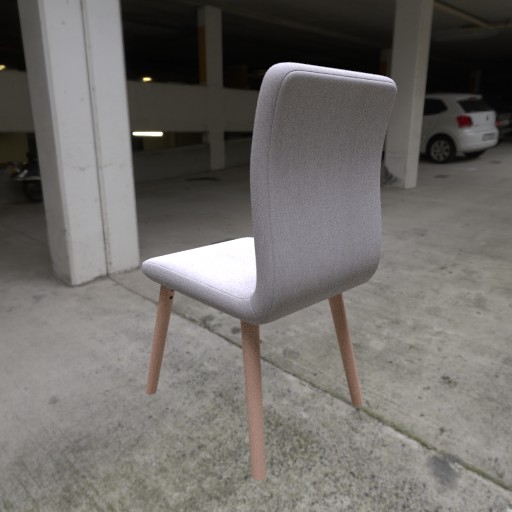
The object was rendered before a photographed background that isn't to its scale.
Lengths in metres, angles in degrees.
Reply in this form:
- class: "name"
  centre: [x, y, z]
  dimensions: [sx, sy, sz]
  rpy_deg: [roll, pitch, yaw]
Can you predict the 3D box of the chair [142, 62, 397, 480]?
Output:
- class: "chair"
  centre: [0.000, 0.000, 1.189]
  dimensions: [0.435, 0.885, 0.550]
  rpy_deg: [-15, 22, -42]
